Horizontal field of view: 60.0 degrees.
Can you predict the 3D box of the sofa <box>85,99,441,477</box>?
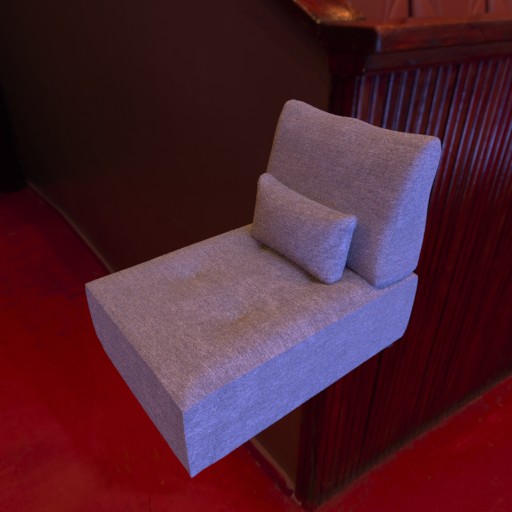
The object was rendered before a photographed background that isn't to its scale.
[{"bbox_3d":[0.000,0.000,1.535,1.000,0.820,0.700,-22,38,-31],"label":"sofa"}]
